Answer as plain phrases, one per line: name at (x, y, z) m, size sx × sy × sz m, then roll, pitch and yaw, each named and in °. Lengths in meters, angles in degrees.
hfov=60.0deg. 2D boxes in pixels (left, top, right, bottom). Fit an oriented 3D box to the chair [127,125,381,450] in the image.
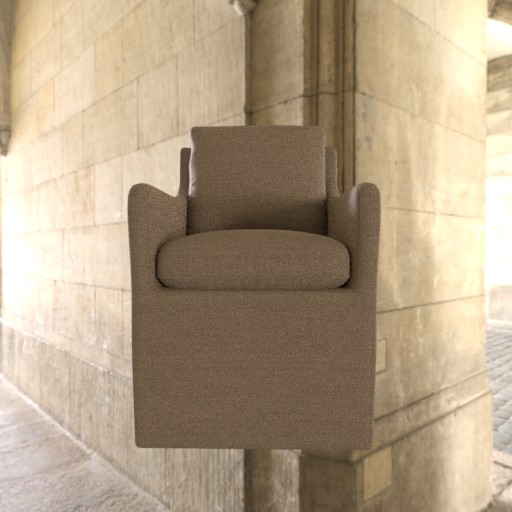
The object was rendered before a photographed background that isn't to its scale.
chair at (0.000, 0.000, 1.365) m, size 0.626 × 0.914 × 0.694 m, roll 0°, pitch 1°, yaw 1°
